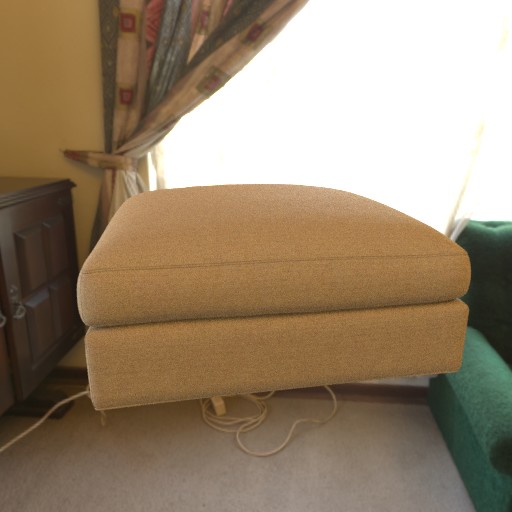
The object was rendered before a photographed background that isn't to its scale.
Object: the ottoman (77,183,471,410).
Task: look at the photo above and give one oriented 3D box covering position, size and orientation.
[{"bbox_3d":[0.000,0.000,1.605,1.041,0.470,1.041,-3,16,-10],"label":"ottoman"}]
